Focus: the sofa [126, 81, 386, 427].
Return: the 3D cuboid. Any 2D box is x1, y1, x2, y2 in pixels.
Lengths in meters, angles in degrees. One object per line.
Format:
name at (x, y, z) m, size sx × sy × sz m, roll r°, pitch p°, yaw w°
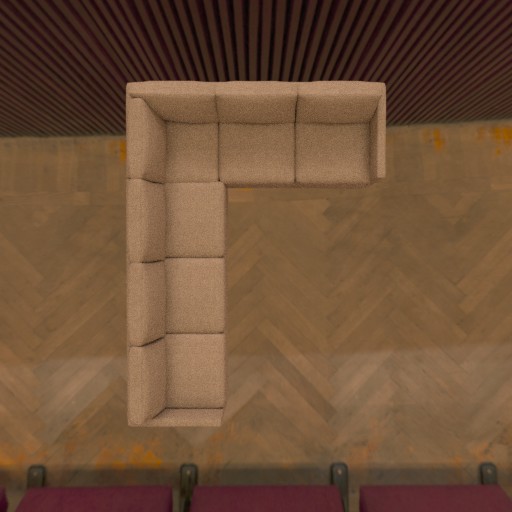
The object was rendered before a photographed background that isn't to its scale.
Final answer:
sofa at (0.000, 0.000, 4.478) m, size 2.522 × 0.934 × 3.333 m, roll 0°, pitch 91°, yaw 0°
